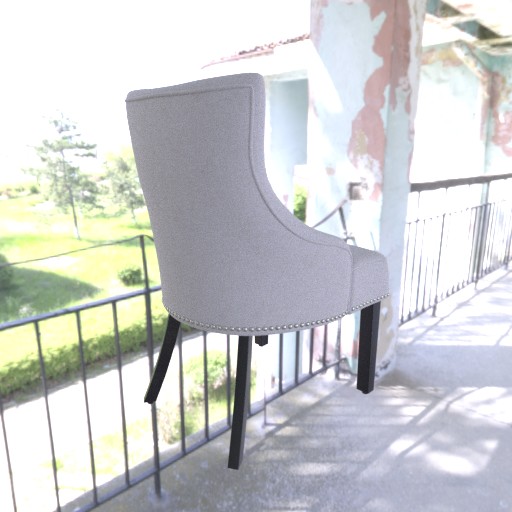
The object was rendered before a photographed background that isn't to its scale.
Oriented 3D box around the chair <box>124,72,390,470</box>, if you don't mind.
[{"bbox_3d":[0.000,0.000,1.296,0.629,0.909,0.566,-14,20,-43],"label":"chair"}]
